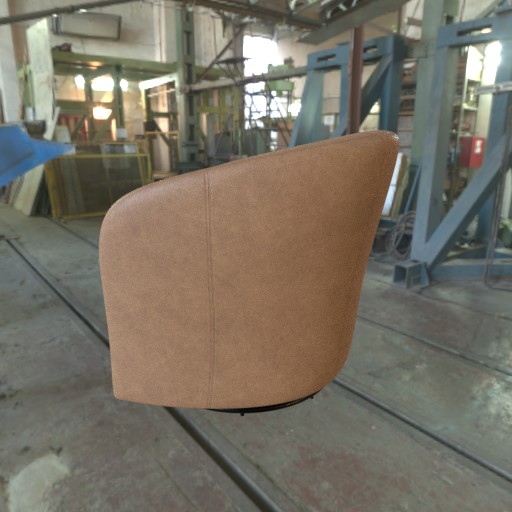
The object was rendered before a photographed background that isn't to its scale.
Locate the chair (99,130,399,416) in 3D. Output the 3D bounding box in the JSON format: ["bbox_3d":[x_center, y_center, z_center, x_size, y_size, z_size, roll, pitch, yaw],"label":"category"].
[{"bbox_3d":[0.000,0.000,1.416,0.815,0.771,0.791,2,15,7],"label":"chair"}]
